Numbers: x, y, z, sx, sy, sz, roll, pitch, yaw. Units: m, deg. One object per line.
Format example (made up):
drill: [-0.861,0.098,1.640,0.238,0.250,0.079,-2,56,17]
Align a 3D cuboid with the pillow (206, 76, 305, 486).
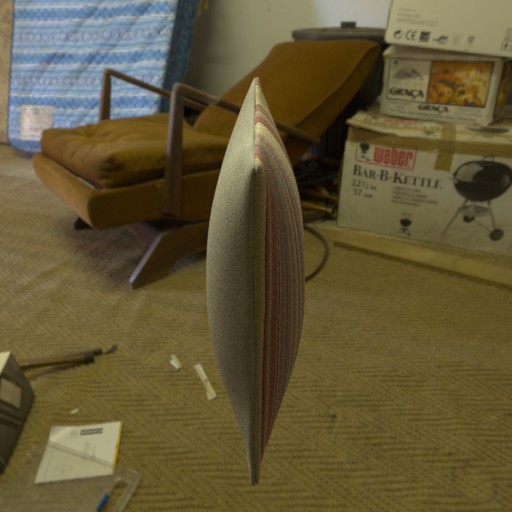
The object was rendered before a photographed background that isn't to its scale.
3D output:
pillow: [0.000,0.000,0.632,0.136,0.419,0.437,0,31,0]
